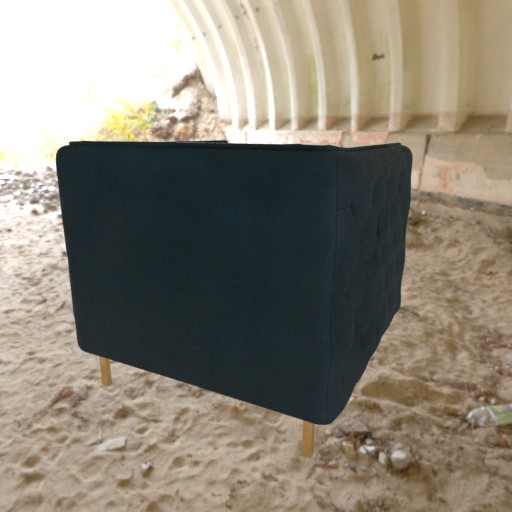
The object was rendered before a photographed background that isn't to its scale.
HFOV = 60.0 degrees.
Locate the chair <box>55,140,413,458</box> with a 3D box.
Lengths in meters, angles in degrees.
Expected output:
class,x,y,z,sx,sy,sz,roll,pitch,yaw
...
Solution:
class,x,y,z,sx,sy,sz,roll,pitch,yaw
chair,0.000,0.000,1.505,0.868,0.771,0.877,8,18,26
